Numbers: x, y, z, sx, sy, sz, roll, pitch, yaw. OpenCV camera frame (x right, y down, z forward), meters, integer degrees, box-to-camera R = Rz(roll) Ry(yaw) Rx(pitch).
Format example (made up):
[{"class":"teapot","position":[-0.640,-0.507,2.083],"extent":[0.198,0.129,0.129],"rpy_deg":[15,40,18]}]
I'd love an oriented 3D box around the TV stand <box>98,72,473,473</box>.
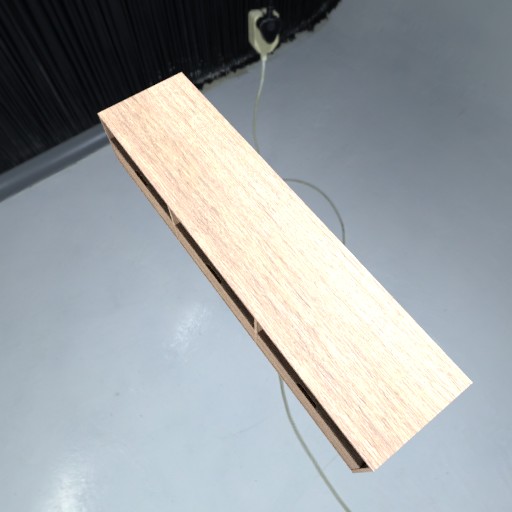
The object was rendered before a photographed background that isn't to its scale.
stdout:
[{"class":"TV stand","position":[0.000,0.000,1.602],"extent":[0.366,0.409,1.482],"rpy_deg":[-33,68,-16]}]
